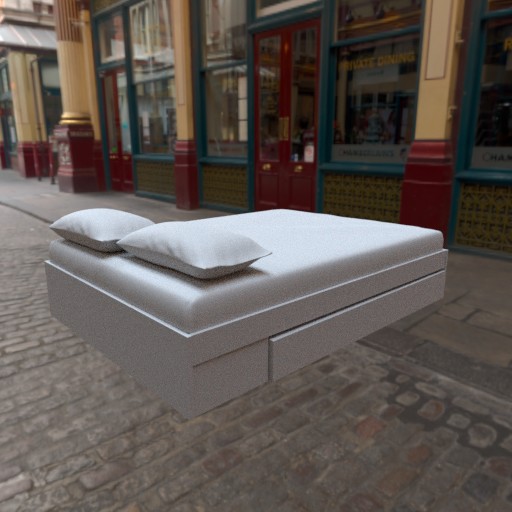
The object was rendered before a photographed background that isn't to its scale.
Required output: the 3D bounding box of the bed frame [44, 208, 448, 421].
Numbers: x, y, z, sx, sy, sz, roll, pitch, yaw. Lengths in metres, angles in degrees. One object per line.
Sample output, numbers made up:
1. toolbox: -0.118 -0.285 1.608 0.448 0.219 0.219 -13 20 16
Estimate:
1. bed frame: 0.000 0.000 2.647 1.950 0.629 1.450 -12 19 -41
